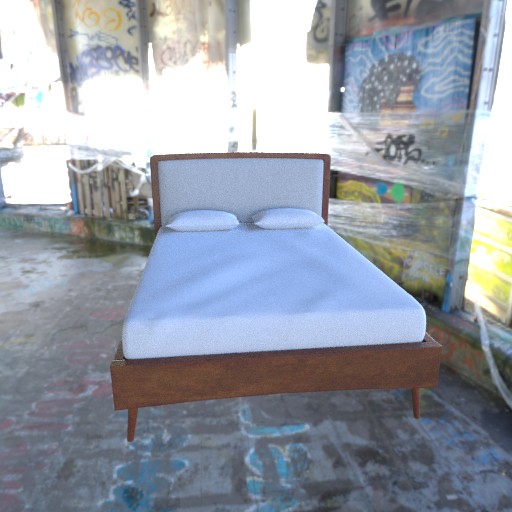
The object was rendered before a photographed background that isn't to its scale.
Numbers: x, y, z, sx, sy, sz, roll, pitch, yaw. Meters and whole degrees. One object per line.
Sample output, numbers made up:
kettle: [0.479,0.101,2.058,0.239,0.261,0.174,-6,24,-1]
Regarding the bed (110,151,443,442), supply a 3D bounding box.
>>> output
bed: [0.000,0.000,3.087,1.587,1.275,2.196,-2,17,-6]
